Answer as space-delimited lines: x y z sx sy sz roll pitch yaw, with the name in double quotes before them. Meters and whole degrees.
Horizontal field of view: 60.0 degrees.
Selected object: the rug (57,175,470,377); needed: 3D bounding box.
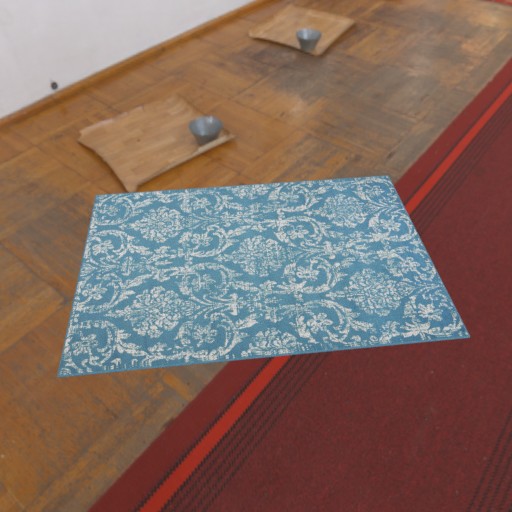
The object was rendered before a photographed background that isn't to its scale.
"rug" 0.000 0.000 3.535 2.746 0.018 1.816 -5 47 -4
